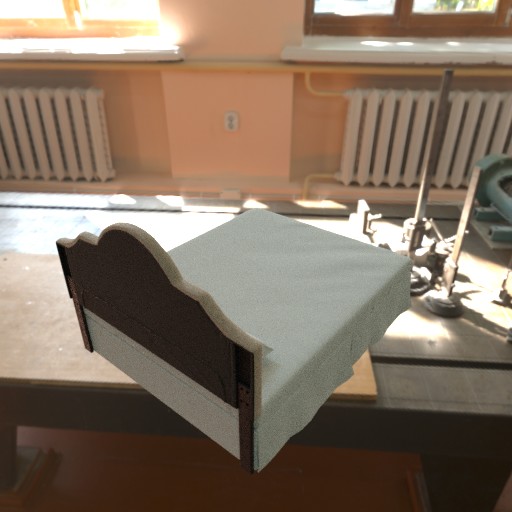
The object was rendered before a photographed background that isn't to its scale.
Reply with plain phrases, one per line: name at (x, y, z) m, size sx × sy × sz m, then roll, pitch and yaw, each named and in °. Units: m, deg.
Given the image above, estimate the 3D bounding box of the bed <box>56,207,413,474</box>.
bed at (0.000, 0.000, 3.060) m, size 1.667 × 1.194 × 1.970 m, roll 22°, pitch 37°, yaw 33°
